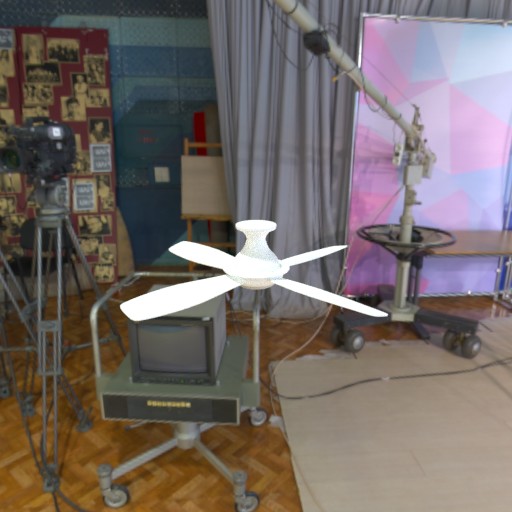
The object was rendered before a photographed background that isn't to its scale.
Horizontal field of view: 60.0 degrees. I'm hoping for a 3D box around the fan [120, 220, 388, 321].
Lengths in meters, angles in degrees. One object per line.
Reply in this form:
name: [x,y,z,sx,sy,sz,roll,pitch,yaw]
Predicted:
fan: [0.000,0.000,2.602,1.693,0.382,1.694,-16,23,-41]
